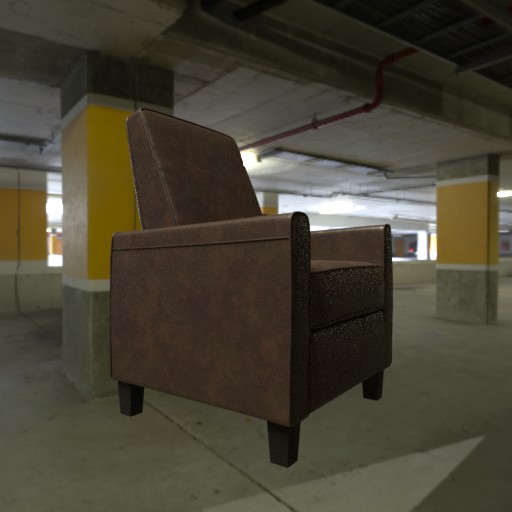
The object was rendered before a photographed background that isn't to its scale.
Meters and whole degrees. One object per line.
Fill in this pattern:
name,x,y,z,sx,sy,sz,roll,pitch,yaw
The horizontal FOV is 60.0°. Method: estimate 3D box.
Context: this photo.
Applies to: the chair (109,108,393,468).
chair,0.000,0.000,1.511,0.746,1.013,0.705,0,1,36
